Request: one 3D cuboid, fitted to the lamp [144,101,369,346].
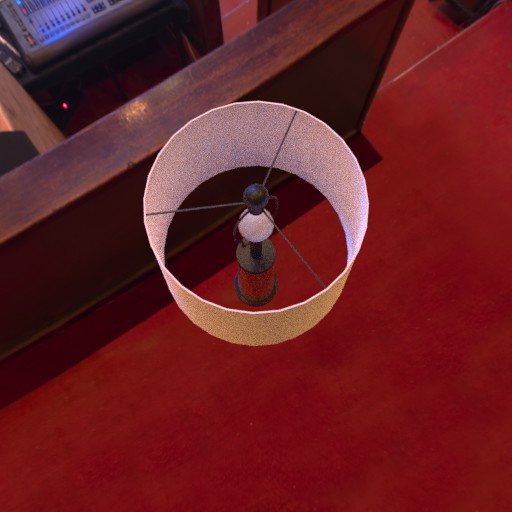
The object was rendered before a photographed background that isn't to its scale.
[{"bbox_3d":[0.000,0.000,0.867,0.349,0.667,0.349,0,76,0],"label":"lamp"}]
